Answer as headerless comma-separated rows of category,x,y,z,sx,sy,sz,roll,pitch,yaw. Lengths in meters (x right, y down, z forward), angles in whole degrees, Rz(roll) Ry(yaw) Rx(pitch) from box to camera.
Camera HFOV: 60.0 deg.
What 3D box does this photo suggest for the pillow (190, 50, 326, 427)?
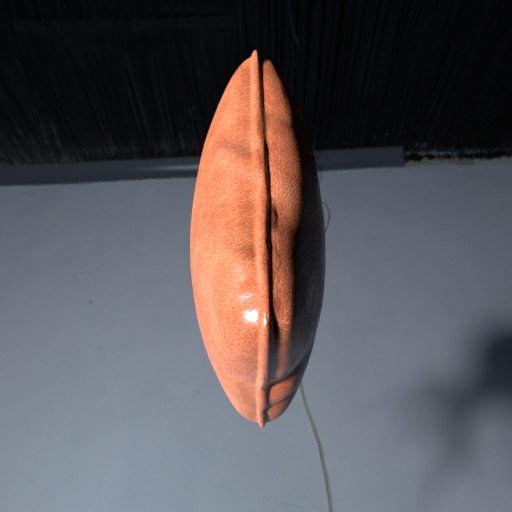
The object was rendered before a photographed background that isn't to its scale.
pillow,0.000,0.000,0.829,0.236,0.523,0.532,-1,58,-1
